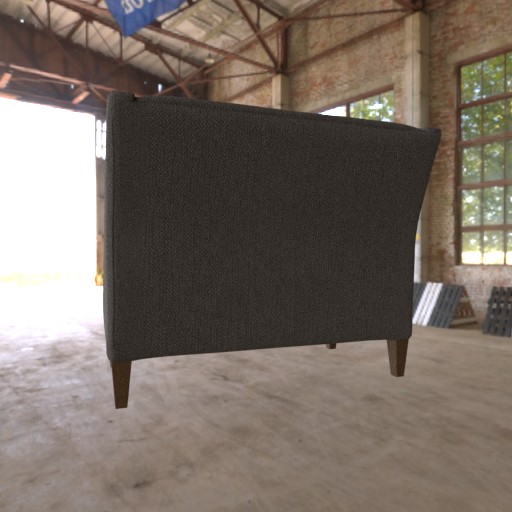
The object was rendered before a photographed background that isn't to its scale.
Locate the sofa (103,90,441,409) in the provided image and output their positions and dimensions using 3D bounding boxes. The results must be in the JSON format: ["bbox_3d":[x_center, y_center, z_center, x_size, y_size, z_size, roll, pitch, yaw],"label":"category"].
[{"bbox_3d":[0.000,0.000,1.900,1.242,1.022,0.873,0,1,-20],"label":"sofa"}]
